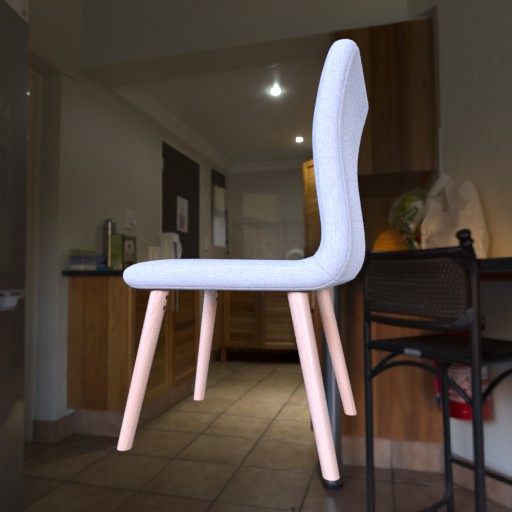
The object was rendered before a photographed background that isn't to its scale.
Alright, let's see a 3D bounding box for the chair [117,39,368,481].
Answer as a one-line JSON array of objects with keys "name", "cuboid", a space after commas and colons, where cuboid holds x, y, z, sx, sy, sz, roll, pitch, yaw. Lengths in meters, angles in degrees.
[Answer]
[{"name": "chair", "cuboid": [0.000, 0.000, 1.143, 0.550, 0.885, 0.435, -1, -2, 17]}]
